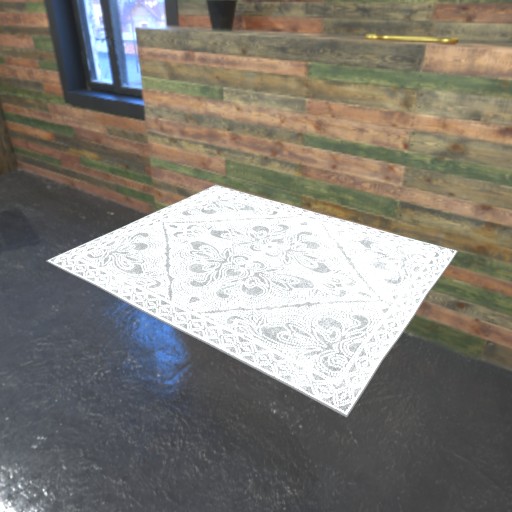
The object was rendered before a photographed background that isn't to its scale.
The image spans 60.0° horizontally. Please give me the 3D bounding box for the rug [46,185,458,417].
[{"bbox_3d":[0.000,0.000,4.158,3.048,0.012,2.438,20,35,31],"label":"rug"}]
